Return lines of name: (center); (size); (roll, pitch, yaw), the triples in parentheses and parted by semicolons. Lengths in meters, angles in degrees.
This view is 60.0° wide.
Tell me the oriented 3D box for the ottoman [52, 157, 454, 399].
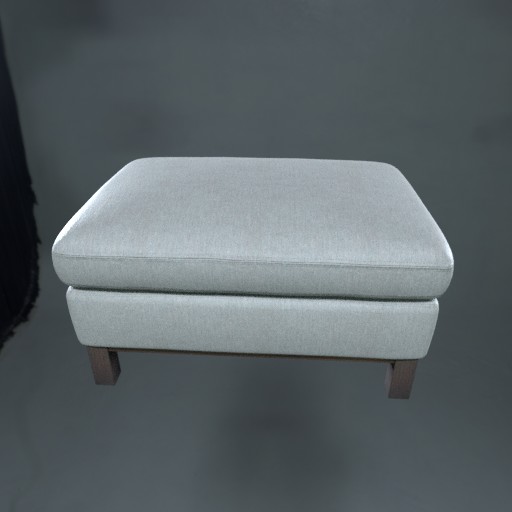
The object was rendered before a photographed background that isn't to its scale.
ottoman: (0.000, 0.000, 1.046); (0.735, 0.404, 0.528); (2, 30, 3)
